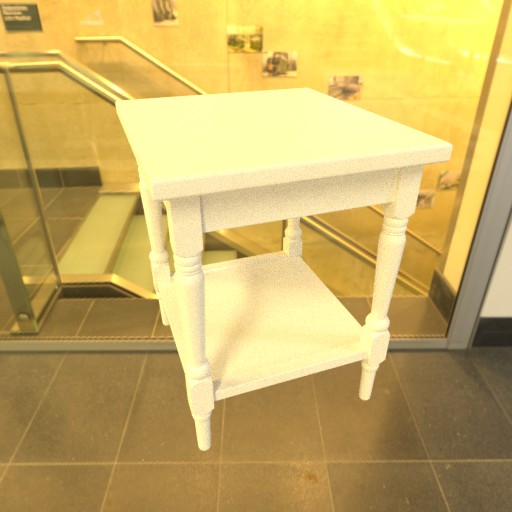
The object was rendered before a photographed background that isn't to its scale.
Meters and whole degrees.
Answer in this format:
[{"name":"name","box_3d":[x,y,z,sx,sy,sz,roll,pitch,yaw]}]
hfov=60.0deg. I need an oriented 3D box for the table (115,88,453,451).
[{"name":"table","box_3d":[0.000,0.000,0.926,0.442,0.565,0.488,-11,32,-17]}]
